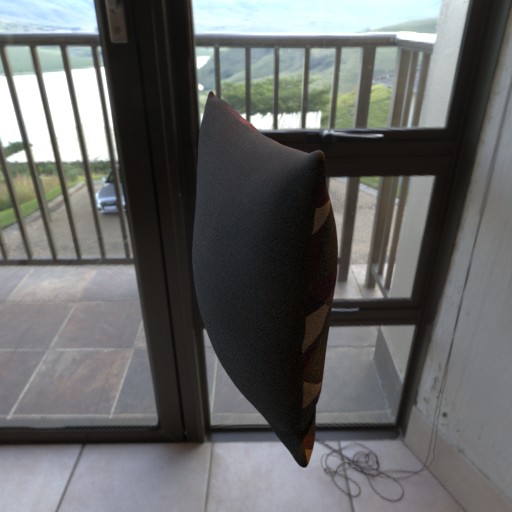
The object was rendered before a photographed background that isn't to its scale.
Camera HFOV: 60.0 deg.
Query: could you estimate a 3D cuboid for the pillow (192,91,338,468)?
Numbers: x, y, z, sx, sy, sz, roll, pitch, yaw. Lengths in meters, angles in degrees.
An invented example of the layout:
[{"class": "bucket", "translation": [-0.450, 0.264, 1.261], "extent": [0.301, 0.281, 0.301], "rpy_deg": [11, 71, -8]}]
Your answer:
[{"class": "pillow", "translation": [0.000, 0.000, 0.778], "extent": [0.208, 0.496, 0.503], "rpy_deg": [-9, 30, -16]}]
